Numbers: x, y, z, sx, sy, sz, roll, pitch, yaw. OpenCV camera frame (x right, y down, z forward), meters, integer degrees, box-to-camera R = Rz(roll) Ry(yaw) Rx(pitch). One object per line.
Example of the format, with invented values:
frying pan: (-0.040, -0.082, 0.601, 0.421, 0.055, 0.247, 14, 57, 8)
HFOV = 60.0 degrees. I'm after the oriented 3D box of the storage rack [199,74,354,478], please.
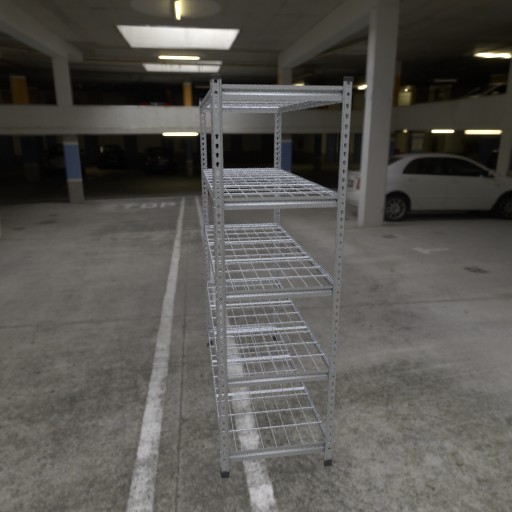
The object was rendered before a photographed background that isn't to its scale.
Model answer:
storage rack: (0.000, 0.000, 2.828, 0.610, 1.981, 1.524, -2, 16, -8)
